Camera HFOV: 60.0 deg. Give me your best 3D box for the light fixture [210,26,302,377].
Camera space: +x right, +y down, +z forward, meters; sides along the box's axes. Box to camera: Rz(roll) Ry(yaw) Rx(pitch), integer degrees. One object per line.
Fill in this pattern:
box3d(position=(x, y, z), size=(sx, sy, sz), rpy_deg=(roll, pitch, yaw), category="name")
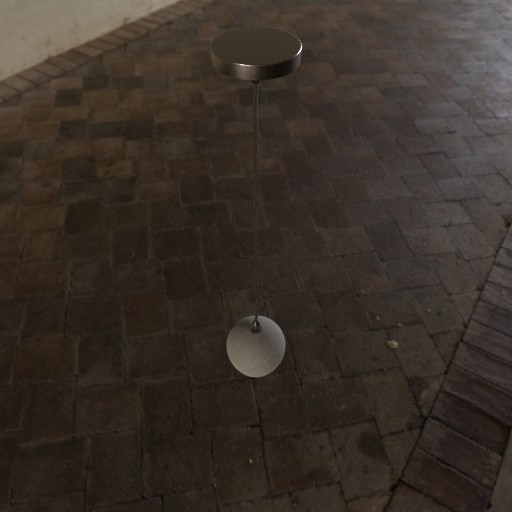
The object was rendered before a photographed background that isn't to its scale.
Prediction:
box3d(position=(0.000, 0.000, 0.819), size=(0.139, 0.764, 0.139), rpy_deg=(-18, 50, -15), category="light fixture")
